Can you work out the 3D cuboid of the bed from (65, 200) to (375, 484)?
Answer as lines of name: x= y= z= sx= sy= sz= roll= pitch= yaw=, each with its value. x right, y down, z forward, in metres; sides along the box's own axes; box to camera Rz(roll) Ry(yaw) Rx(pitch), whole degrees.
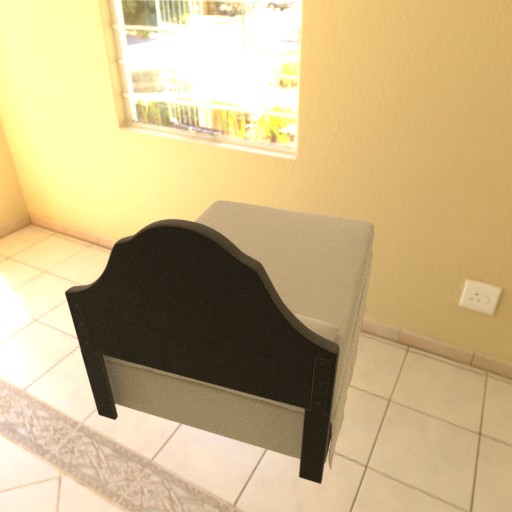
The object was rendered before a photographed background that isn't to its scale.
bed: x=0.000 y=0.000 z=3.247 sx=1.636 sy=1.575 sz=2.155 roll=10 pitch=33 yaw=16
